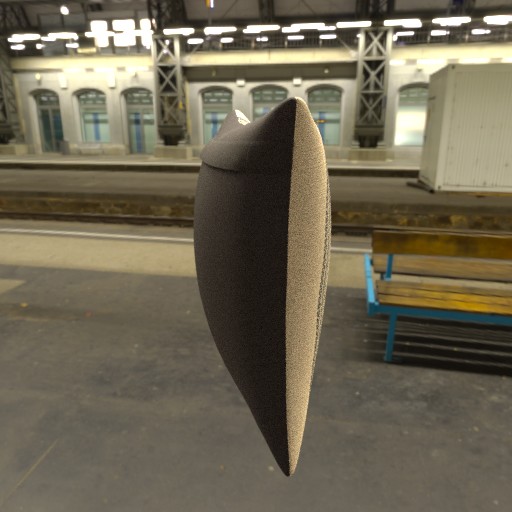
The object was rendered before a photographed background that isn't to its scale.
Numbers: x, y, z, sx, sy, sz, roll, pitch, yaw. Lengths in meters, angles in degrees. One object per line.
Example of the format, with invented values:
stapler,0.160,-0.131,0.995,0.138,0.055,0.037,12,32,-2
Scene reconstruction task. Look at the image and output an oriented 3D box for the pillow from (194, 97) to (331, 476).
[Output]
pillow,0.000,0.000,0.629,0.173,0.406,0.405,-3,17,-10
